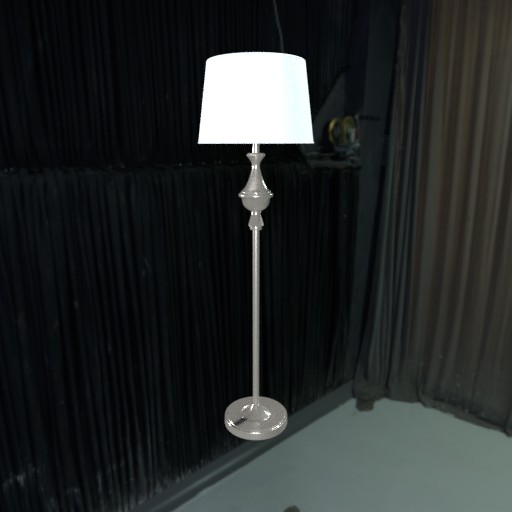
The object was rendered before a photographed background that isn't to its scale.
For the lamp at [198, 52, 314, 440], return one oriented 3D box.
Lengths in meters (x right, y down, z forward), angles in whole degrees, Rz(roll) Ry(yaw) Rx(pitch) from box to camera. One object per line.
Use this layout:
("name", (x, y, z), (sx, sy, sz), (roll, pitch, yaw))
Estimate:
("lamp", (0.000, 0.000, 1.765), (0.431, 1.488, 0.431), (0, 14, 0))
